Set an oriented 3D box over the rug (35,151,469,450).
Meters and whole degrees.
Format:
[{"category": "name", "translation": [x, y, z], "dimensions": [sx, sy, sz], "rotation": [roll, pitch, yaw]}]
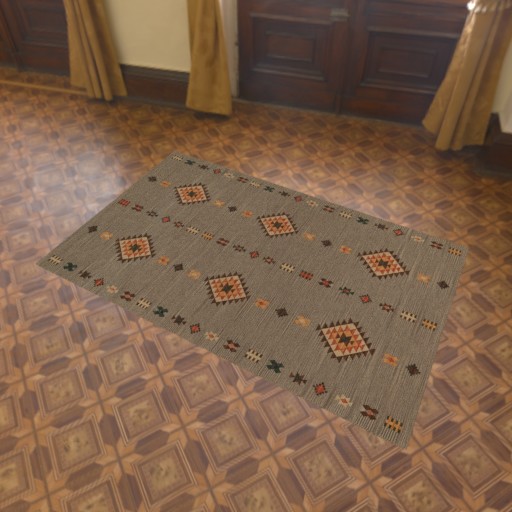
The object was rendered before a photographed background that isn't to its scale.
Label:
[{"category": "rug", "translation": [0.000, 0.000, 2.920], "dimensions": [2.427, 0.007, 1.515], "rotation": [22, 50, 20]}]
